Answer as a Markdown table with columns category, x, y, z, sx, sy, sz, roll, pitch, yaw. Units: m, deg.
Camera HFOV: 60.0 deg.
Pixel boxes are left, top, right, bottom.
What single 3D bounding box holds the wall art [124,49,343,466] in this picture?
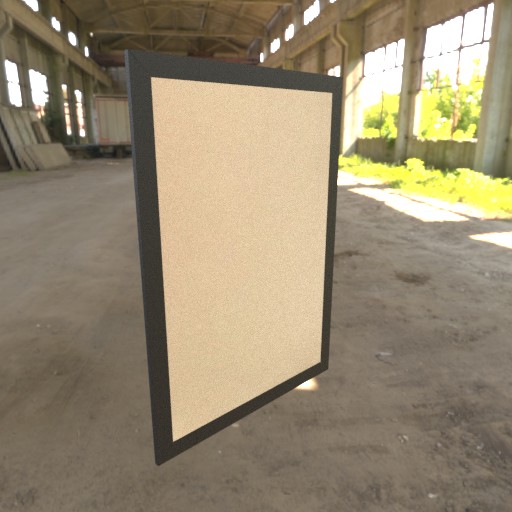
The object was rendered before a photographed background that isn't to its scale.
| category | x | y | z | sx | sy | sz | roll | pitch | yaw |
| --- | --- | --- | --- | --- | --- | --- | --- | --- | --- |
| wall art | 0.000 | 0.000 | 0.668 | 0.379 | 0.530 | 0.008 | -14 | 21 | -41 |
